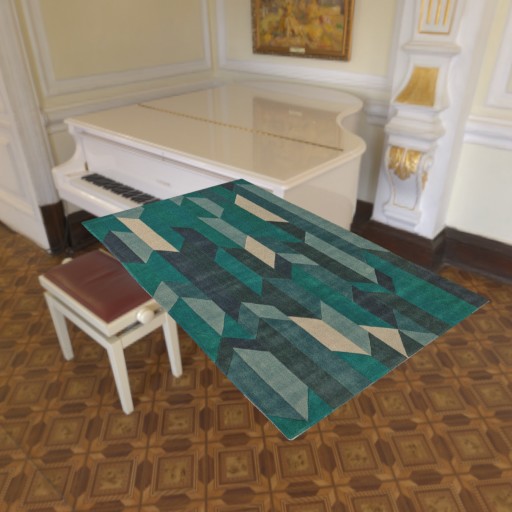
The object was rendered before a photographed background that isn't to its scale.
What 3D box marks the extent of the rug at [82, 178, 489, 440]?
[{"bbox_3d":[0.000,0.000,2.965,1.528,0.005,2.420,-22,37,-32],"label":"rug"}]
